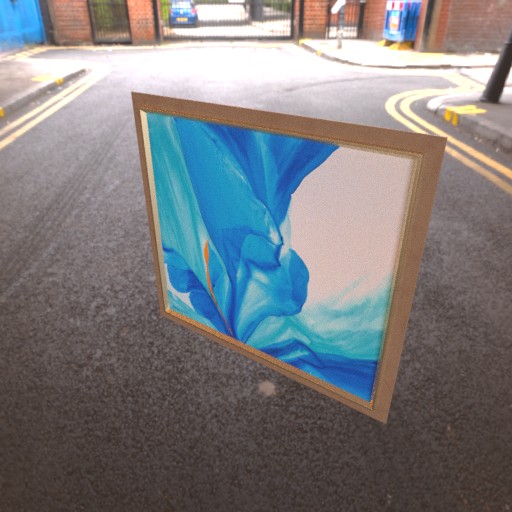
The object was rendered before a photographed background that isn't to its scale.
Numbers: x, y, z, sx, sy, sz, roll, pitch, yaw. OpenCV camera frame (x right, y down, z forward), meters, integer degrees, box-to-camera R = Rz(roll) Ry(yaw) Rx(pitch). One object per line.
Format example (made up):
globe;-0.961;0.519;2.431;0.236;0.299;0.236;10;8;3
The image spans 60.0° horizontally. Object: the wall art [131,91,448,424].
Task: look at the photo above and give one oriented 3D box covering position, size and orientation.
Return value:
wall art;0.000;0.000;1.672;1.168;1.067;0.025;19;35;30
